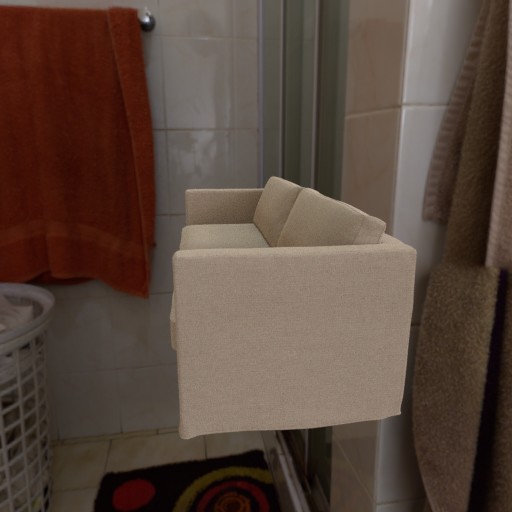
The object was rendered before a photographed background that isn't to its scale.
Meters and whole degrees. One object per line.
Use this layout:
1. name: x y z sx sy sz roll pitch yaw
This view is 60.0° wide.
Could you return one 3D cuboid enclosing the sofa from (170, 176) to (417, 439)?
1. sofa: 0.000 0.000 2.776 0.962 0.853 2.312 -2 15 -7
